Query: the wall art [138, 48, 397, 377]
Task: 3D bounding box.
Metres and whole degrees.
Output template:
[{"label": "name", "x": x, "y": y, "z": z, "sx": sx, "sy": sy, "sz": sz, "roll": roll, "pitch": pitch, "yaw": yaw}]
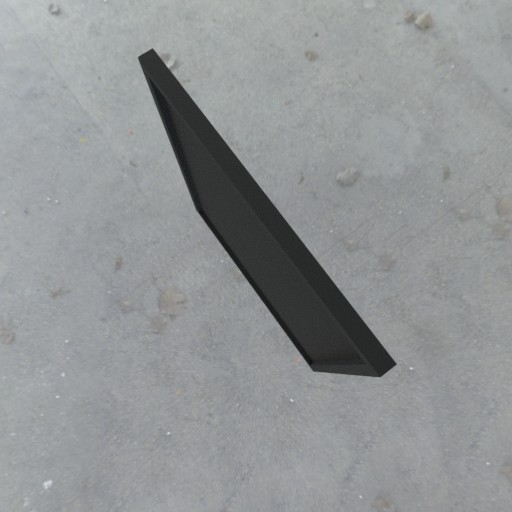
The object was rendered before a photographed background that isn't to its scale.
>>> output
[{"label": "wall art", "x": 0.000, "y": 0.000, "z": 0.708, "sx": 0.021, "sy": 0.508, "sz": 0.432, "roll": -35, "pitch": 79, "yaw": -8}]
